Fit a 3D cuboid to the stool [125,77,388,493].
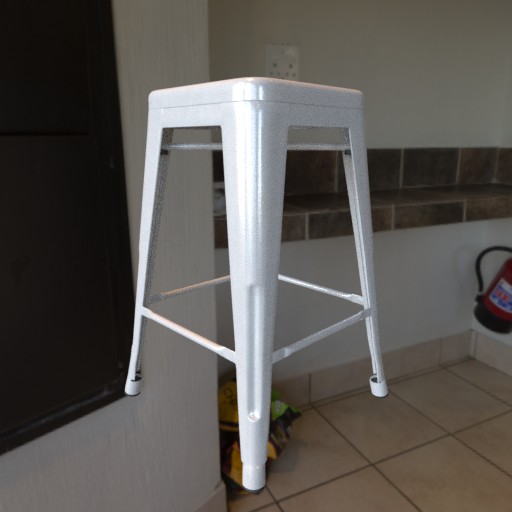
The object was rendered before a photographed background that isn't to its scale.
[{"bbox_3d":[0.000,0.000,0.869,0.406,0.610,0.406,-14,20,-43],"label":"stool"}]
